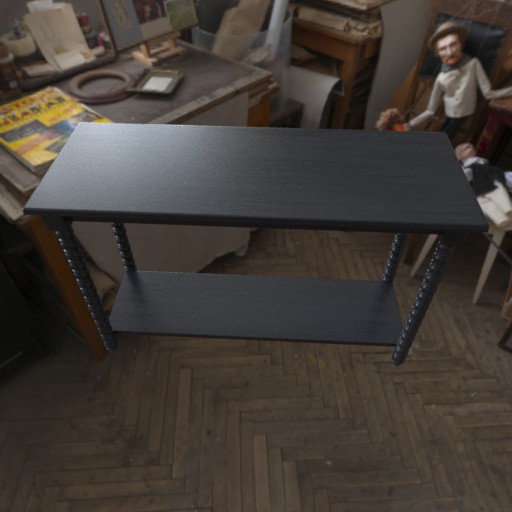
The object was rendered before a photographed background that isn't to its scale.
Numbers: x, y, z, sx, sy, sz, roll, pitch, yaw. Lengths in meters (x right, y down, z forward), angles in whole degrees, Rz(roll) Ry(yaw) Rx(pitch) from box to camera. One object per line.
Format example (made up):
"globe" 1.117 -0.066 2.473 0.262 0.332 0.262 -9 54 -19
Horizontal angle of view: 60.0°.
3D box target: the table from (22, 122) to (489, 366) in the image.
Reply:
"table" 0.000 0.000 1.530 1.184 0.735 0.459 2 46 2
